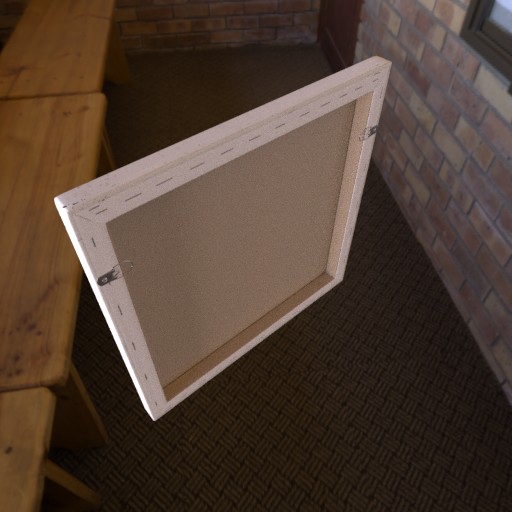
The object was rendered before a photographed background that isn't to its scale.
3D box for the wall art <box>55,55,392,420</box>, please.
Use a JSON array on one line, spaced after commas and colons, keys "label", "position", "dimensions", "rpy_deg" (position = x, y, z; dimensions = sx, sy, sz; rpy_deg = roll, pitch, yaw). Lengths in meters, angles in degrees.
[{"label": "wall art", "position": [0.000, 0.000, 0.881], "dimensions": [0.610, 0.611, 0.040], "rpy_deg": [-32, 55, -26]}]
